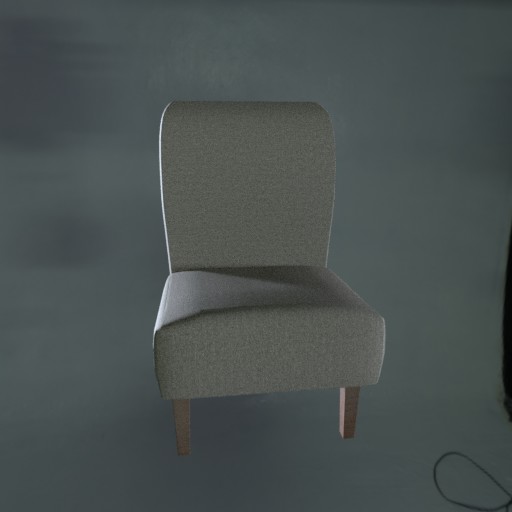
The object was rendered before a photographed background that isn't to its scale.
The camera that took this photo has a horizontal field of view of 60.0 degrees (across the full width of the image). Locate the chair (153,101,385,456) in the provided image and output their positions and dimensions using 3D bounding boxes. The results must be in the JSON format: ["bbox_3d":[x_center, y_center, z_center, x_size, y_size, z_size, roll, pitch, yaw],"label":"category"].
[{"bbox_3d":[0.000,0.000,1.171,0.513,0.804,0.592,-2,16,-8],"label":"chair"}]
